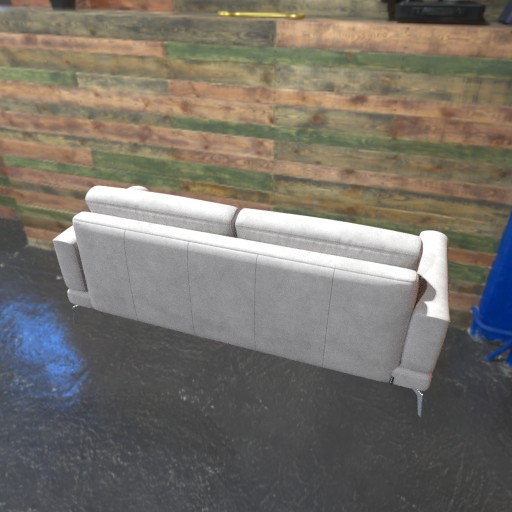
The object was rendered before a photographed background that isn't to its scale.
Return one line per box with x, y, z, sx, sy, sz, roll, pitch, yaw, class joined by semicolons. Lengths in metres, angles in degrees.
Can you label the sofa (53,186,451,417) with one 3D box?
0.000;0.000;2.524;2.013;0.830;0.980;11;34;16;sofa
